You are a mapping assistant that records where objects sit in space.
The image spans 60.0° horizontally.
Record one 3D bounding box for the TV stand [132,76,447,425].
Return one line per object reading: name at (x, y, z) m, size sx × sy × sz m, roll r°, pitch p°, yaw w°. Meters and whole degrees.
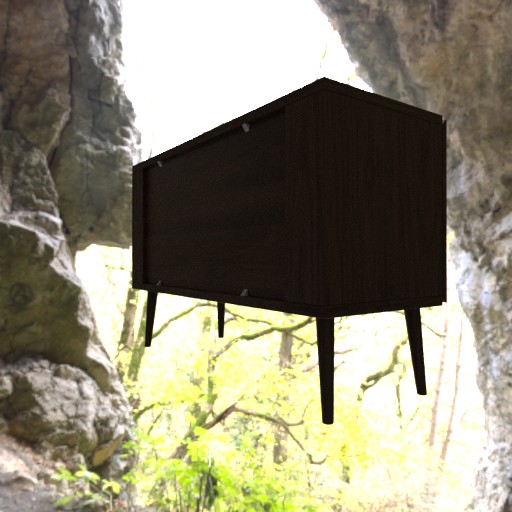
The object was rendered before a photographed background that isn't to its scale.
TV stand at (0.000, 0.000, 1.336) m, size 0.405 × 0.660 × 0.990 m, roll 0°, pitch 0°, yaw -36°
